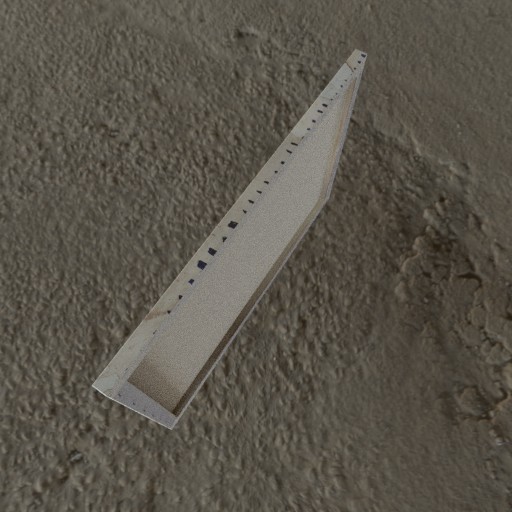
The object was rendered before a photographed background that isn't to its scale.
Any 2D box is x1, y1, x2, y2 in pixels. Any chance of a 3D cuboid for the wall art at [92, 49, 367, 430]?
[{"bbox_3d":[0.000,0.000,1.423,0.038,0.757,1.143,30,68,14],"label":"wall art"}]
